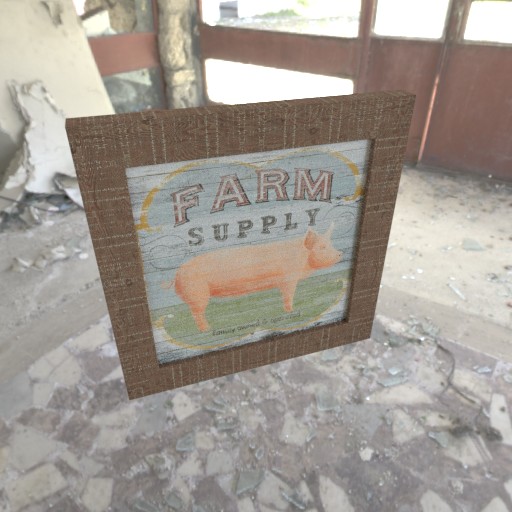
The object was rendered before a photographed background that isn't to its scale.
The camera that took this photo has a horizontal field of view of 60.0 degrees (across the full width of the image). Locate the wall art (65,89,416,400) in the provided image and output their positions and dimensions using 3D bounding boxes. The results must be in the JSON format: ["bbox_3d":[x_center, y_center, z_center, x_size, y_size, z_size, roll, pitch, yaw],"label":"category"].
[{"bbox_3d":[0.000,0.000,0.801,0.531,0.531,0.040,-11,34,-16],"label":"wall art"}]
